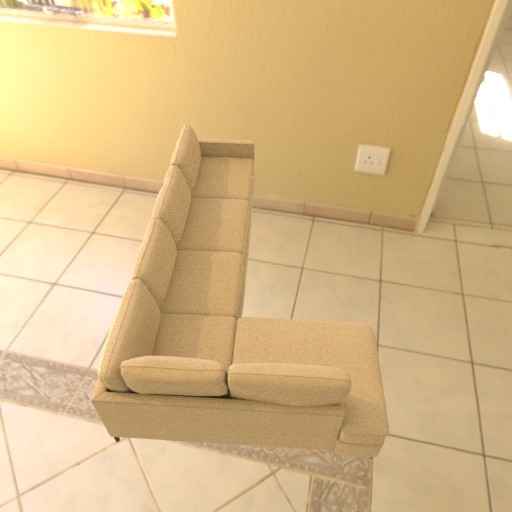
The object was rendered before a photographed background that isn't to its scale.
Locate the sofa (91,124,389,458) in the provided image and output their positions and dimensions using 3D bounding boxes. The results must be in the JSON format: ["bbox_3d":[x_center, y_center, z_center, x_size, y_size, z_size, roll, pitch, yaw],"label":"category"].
[{"bbox_3d":[0.000,0.000,4.258,2.048,0.996,3.384,3,46,2],"label":"sofa"}]
